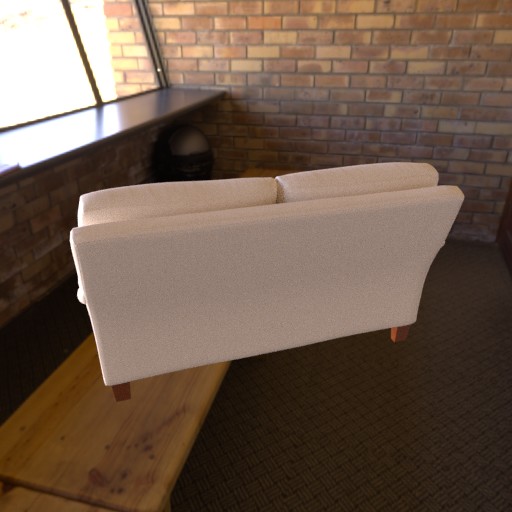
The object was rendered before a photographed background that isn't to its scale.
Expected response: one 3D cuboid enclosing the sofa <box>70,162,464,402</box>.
[{"bbox_3d":[0.000,0.000,2.528,1.853,1.101,1.084,-8,28,-16],"label":"sofa"}]
